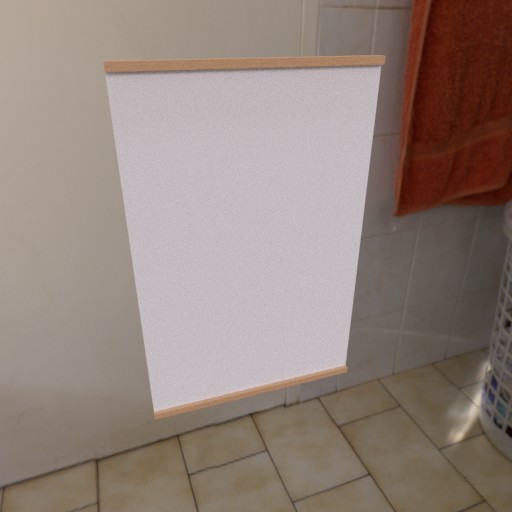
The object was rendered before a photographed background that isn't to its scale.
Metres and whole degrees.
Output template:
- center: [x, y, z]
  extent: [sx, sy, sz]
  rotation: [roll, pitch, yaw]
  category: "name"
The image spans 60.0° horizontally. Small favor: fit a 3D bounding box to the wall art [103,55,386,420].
- center: [0.000, 0.000, 0.625]
  extent: [0.335, 0.510, 0.013]
  rotation: [-9, 29, -17]
  category: "wall art"
